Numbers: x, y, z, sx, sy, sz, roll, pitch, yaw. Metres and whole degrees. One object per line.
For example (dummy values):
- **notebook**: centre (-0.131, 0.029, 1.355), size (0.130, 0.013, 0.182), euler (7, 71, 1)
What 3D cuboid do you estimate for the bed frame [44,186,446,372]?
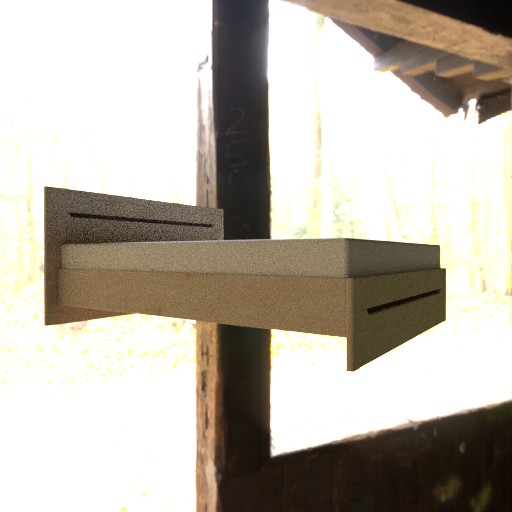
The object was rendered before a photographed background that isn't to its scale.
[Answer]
- **bed frame**: centre (0.000, 0.000, 2.999), size (2.080, 0.900, 1.800), euler (0, 0, 35)
